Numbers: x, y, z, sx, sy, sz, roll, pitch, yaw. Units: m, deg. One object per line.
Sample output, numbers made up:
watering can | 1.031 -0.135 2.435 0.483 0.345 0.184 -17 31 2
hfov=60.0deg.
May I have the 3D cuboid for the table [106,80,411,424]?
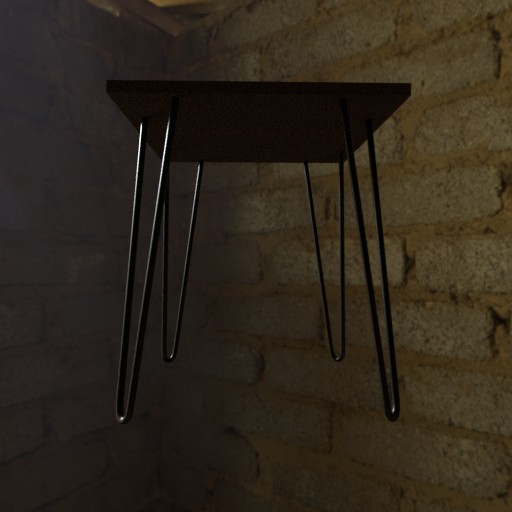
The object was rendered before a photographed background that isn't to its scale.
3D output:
table | 0.000 0.000 0.962 0.495 0.559 0.495 0 -1 -1
